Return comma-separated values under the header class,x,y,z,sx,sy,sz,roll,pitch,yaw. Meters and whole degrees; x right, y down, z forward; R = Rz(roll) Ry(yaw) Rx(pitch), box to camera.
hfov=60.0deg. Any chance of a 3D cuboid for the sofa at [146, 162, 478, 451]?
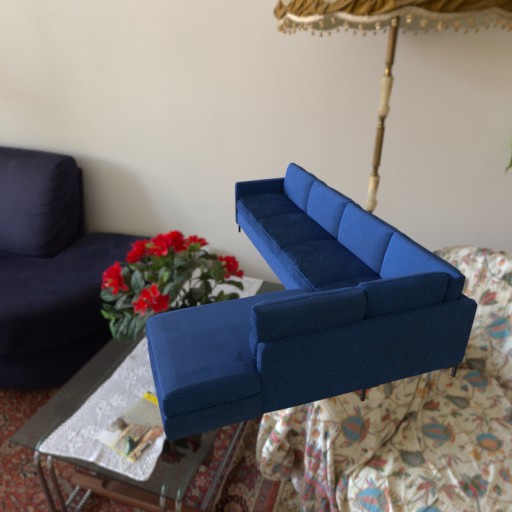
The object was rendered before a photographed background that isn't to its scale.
class,x,y,z,sx,sy,sz,roll,pitch,yaw
sofa,0.000,0.000,3.219,1.707,0.687,2.486,-8,28,-16
